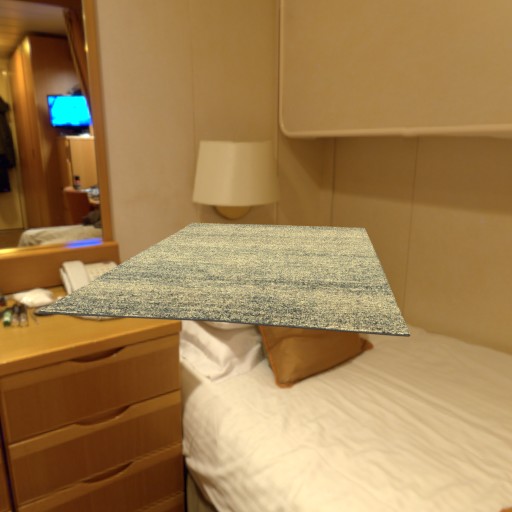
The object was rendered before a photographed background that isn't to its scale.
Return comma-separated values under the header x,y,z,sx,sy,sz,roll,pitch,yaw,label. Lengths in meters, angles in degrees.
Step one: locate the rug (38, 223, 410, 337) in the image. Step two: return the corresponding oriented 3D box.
x,y,z,sx,sy,sz,roll,pitch,yaw,label
0.000,0.000,3.003,1.624,0.030,2.349,2,14,9,rug
